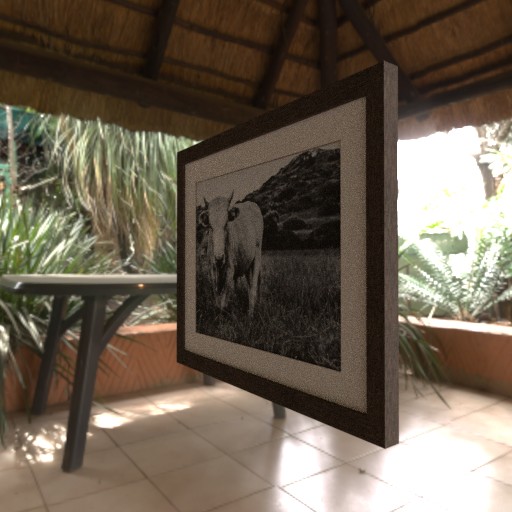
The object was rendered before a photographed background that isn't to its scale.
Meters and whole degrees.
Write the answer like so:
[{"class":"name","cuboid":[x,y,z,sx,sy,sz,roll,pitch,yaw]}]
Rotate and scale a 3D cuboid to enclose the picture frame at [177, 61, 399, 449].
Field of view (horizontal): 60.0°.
[{"class":"picture frame","cuboid":[0.000,0.000,0.747,0.026,0.455,0.546,0,-1,-36]}]
